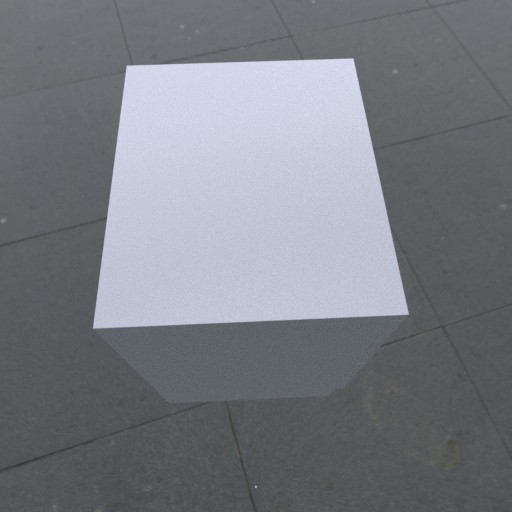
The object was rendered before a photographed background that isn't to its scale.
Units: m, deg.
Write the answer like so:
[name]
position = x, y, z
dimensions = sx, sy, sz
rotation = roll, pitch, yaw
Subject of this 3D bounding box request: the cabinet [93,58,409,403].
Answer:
[cabinet]
position = 0.000, 0.000, 0.768
dimensions = 0.360, 0.470, 0.400
rotation = -2, 63, -1
